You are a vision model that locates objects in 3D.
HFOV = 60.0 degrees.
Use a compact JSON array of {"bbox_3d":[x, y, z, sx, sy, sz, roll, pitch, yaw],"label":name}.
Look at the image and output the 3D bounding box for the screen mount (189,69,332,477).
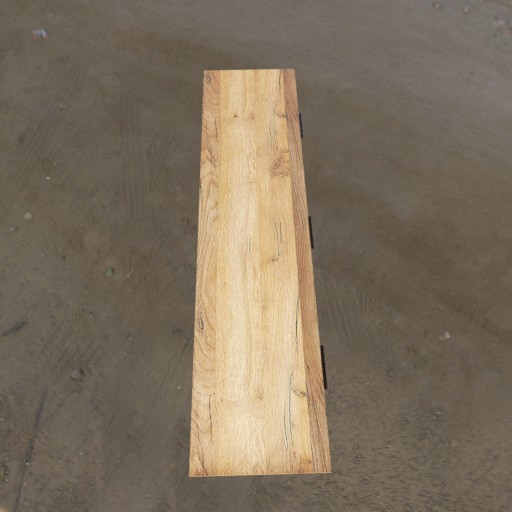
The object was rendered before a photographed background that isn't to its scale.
[{"bbox_3d":[0.000,0.000,1.720,0.395,0.450,1.524,-1,63,-1],"label":"screen mount"}]
